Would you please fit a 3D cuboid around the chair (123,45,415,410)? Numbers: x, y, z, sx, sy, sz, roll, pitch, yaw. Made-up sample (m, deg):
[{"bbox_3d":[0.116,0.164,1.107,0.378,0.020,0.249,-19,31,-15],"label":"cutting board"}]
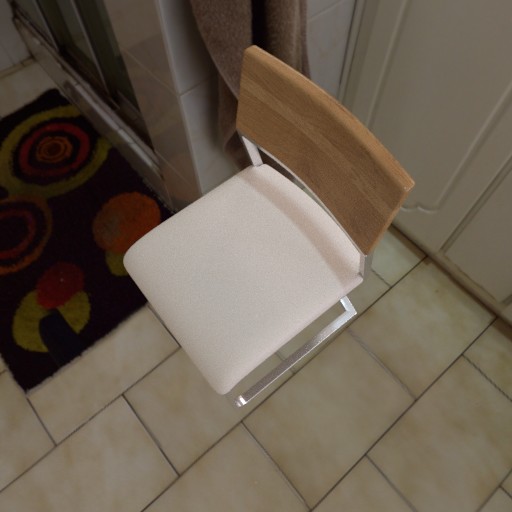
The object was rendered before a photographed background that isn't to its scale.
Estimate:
[{"bbox_3d":[0.000,0.000,1.186,0.585,0.844,0.467,-35,68,-16],"label":"chair"}]
